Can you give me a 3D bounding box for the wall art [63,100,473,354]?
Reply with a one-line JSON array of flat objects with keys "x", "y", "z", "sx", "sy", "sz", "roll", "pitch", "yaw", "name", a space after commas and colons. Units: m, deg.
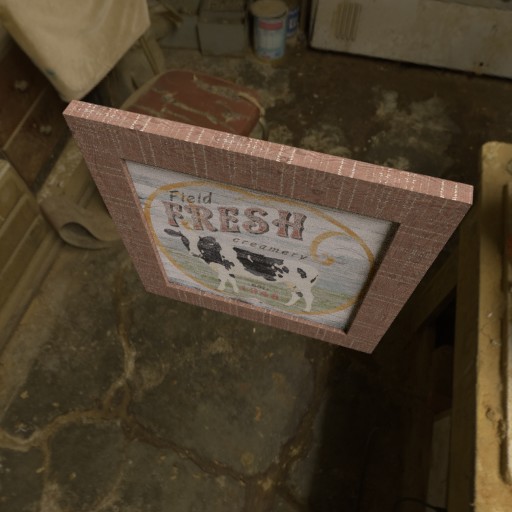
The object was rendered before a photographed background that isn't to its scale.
[{"x": 0.000, "y": 0.000, "z": 0.787, "sx": 0.531, "sy": 0.531, "sz": 0.029, "roll": 14, "pitch": 60, "yaw": 8, "name": "wall art"}]
